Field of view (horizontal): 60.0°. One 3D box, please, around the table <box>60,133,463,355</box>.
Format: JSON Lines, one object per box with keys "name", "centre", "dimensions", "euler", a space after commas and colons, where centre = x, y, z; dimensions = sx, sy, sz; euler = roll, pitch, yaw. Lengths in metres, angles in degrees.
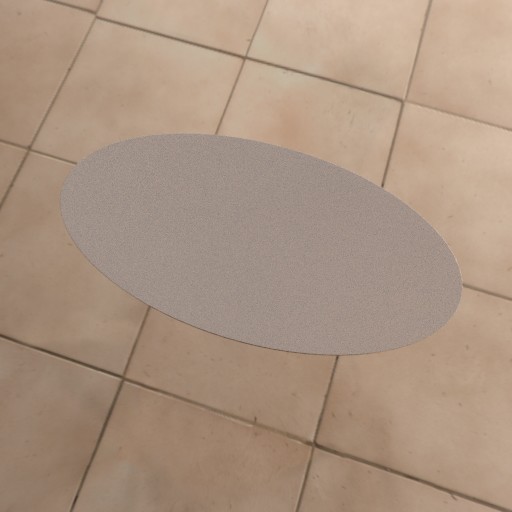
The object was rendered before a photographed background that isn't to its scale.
{"name": "table", "centre": [0.000, 0.000, 1.345], "dimensions": [1.083, 0.390, 0.542], "euler": [16, 76, 4]}
